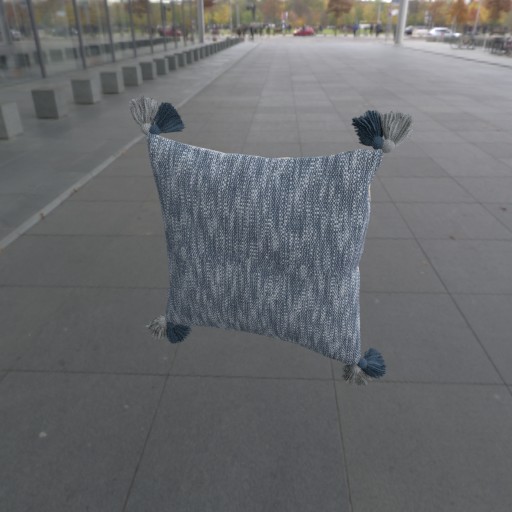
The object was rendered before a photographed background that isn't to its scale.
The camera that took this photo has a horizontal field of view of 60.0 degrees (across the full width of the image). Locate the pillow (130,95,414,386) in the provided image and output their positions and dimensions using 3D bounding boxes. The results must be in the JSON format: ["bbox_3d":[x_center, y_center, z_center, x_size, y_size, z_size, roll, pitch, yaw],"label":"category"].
[{"bbox_3d":[0.000,0.000,0.952,0.614,0.634,0.138,9,29,16],"label":"pillow"}]
